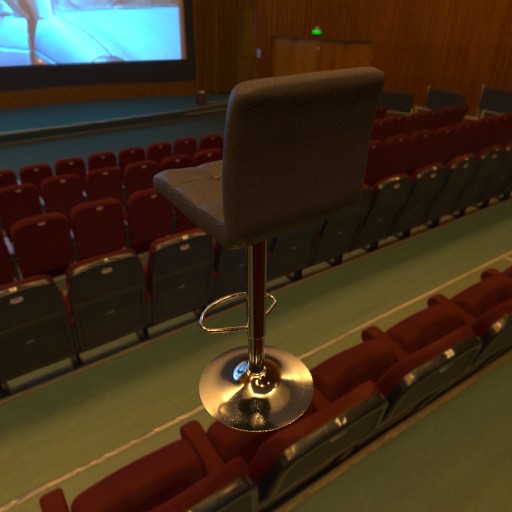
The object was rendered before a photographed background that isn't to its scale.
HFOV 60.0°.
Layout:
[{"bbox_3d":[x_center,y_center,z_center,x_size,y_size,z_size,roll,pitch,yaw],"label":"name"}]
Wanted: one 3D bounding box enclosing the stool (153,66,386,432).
[{"bbox_3d":[0.000,0.000,1.374,0.430,1.115,0.505,-20,36,-30],"label":"stool"}]
